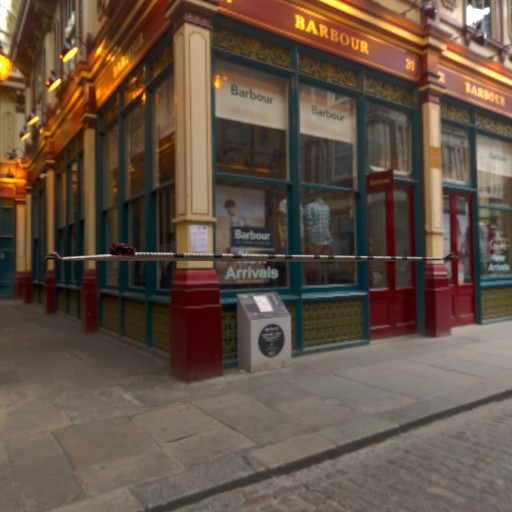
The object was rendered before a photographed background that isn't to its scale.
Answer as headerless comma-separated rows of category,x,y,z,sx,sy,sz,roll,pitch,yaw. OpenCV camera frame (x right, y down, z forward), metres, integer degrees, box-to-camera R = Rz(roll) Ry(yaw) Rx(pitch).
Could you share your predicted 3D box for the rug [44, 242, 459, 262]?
rug,0.000,0.000,3.333,2.672,0.066,1.741,1,-1,-35
